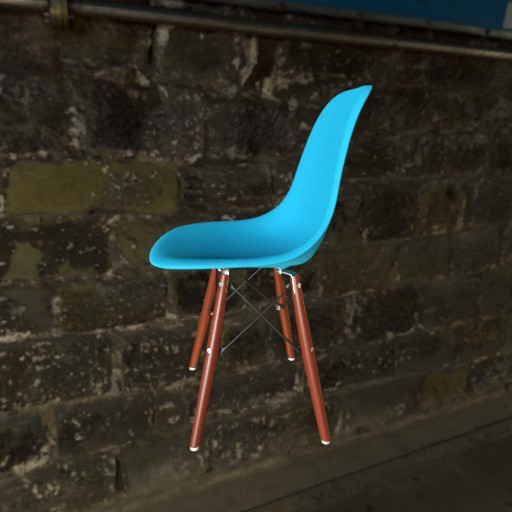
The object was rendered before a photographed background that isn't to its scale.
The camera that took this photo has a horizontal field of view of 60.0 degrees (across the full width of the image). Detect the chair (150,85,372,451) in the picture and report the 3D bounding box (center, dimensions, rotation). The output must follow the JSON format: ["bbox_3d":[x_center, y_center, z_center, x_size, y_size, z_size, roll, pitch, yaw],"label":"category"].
[{"bbox_3d":[0.000,0.000,1.146,0.533,0.826,0.470,-2,15,-9],"label":"chair"}]
